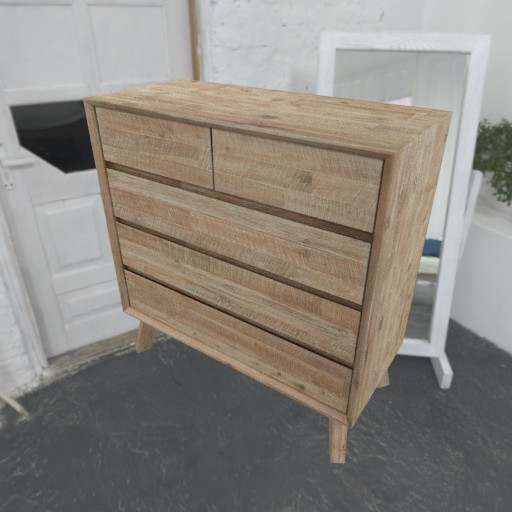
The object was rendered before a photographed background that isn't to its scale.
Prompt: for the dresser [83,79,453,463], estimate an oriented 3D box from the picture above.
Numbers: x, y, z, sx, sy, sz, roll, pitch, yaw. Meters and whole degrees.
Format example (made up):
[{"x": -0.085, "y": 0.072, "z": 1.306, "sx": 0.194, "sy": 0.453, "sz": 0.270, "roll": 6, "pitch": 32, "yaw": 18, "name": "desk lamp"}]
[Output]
[{"x": 0.000, "y": 0.000, "z": 1.556, "sx": 0.998, "sy": 1.029, "sz": 0.455, "roll": 19, "pitch": 35, "yaw": 29, "name": "dresser"}]
